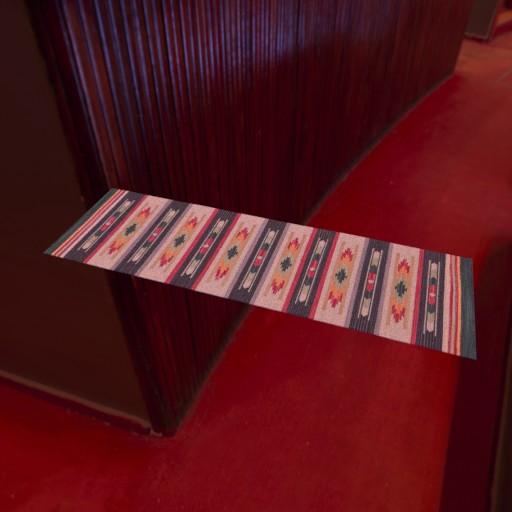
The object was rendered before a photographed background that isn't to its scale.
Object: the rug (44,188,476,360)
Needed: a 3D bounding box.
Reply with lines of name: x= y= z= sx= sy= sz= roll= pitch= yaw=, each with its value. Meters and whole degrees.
rug: x=0.000 y=0.000 z=2.641 sx=2.440 sy=0.009 sz=0.760 roll=12 pitch=42 yaw=14
